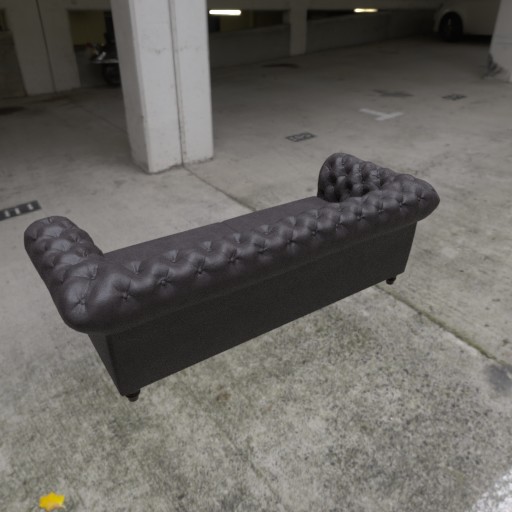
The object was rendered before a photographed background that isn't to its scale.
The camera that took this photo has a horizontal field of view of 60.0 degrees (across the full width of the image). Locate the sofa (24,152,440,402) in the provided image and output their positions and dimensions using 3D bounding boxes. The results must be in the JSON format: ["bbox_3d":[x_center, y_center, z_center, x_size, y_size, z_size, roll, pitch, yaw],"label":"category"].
[{"bbox_3d":[0.000,0.000,2.734,2.385,0.783,0.944,-18,34,-29],"label":"sofa"}]
